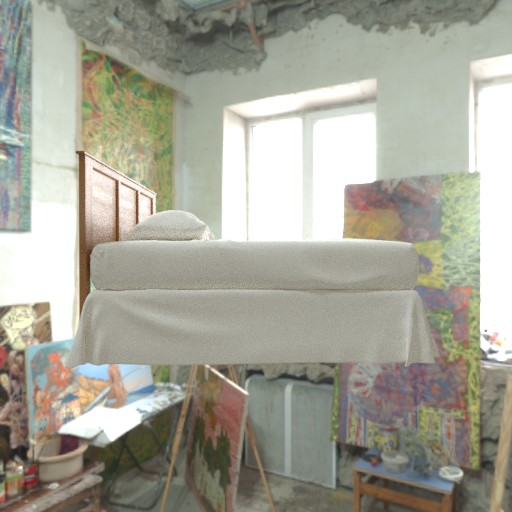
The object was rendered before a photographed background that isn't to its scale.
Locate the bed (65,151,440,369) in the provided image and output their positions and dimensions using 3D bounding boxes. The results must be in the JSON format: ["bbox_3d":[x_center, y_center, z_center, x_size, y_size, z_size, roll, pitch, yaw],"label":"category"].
[{"bbox_3d":[0.000,0.000,3.666,2.215,1.270,2.317,0,1,-1],"label":"bed"}]
